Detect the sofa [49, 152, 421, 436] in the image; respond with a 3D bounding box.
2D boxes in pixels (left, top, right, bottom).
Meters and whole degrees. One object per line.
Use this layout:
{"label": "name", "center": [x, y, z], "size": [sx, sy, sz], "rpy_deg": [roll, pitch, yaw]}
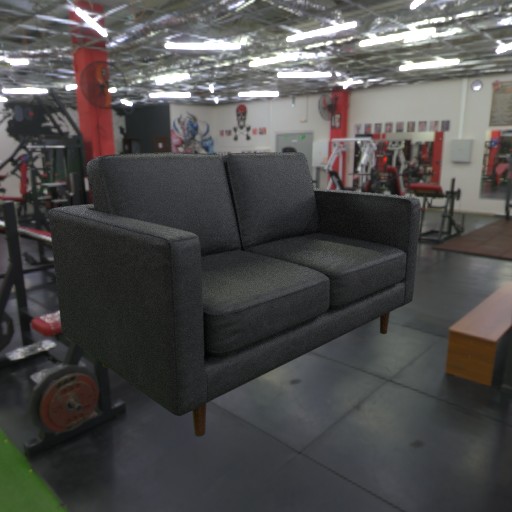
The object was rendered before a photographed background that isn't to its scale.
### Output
{"label": "sofa", "center": [0.000, 0.000, 1.974], "size": [1.430, 0.899, 0.879], "rpy_deg": [-13, 19, -43]}
